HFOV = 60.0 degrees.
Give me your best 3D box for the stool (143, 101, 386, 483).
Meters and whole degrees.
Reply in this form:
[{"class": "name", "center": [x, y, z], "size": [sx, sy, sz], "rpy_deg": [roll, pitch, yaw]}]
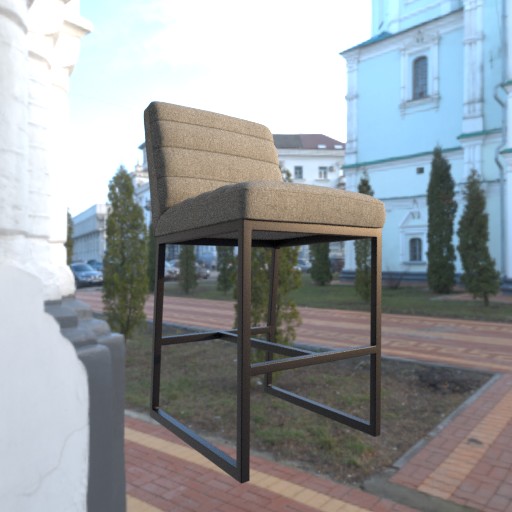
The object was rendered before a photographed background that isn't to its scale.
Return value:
[{"class": "stool", "center": [0.000, 0.000, 1.246], "size": [0.460, 0.940, 0.560], "rpy_deg": [0, -1, -35]}]
